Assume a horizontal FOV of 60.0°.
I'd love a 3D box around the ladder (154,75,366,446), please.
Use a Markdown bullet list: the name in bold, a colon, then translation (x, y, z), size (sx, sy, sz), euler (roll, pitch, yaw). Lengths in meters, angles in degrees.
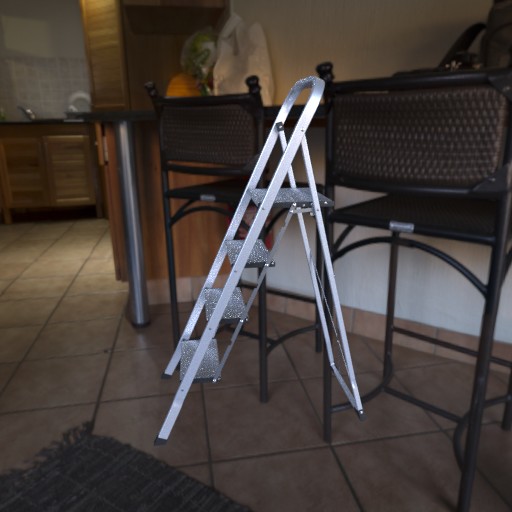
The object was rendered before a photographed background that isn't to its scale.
- **ladder**: translation (0.000, 0.000, 1.717), size (0.830, 1.290, 0.465), euler (-2, 18, -8)
